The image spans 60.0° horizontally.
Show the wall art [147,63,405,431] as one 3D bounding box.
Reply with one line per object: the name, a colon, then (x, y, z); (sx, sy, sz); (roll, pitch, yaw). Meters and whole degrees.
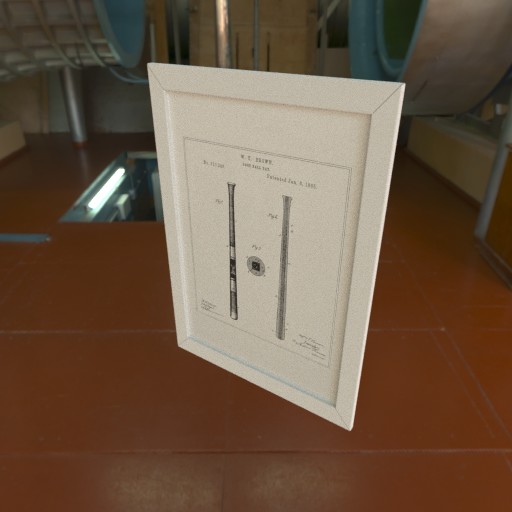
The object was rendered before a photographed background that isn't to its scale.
wall art: (0.000, 0.000, 0.684); (0.374, 0.529, 0.012); (18, 34, 29)
